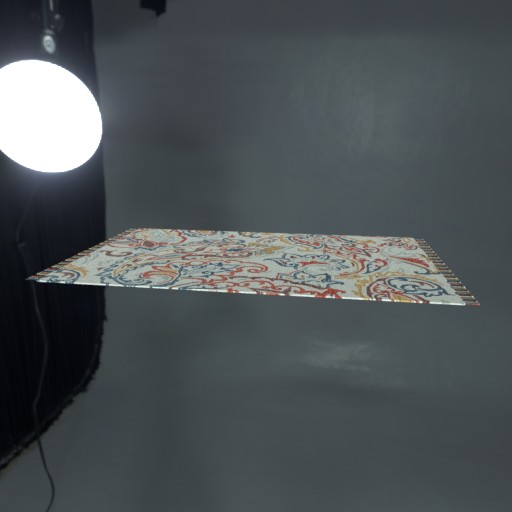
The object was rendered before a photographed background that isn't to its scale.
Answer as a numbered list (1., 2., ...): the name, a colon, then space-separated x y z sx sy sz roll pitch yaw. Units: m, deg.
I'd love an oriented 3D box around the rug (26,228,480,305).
1. rug: 0.000 0.000 3.201 2.584 0.010 1.523 2 16 9
